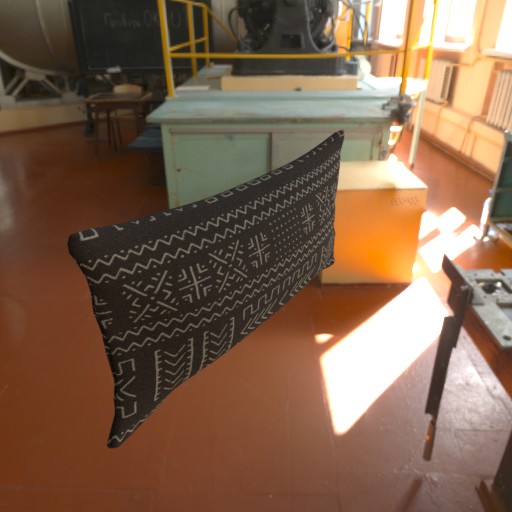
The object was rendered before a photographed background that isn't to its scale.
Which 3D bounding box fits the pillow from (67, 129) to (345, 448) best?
[{"bbox_3d":[0.000,0.000,0.767,0.135,0.322,0.667,18,32,31],"label":"pillow"}]
